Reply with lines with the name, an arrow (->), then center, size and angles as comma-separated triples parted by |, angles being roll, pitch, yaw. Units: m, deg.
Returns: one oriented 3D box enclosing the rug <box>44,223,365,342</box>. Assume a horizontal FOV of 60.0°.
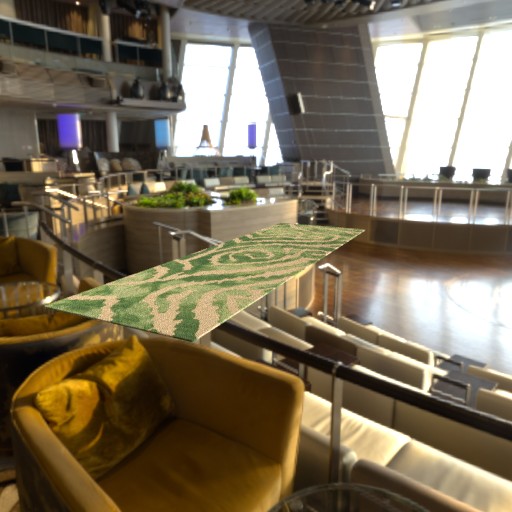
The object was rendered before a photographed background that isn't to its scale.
rug -> 0.000, 0.000, 2.750 | 0.761, 0.006, 2.438 | 7, 15, 26
